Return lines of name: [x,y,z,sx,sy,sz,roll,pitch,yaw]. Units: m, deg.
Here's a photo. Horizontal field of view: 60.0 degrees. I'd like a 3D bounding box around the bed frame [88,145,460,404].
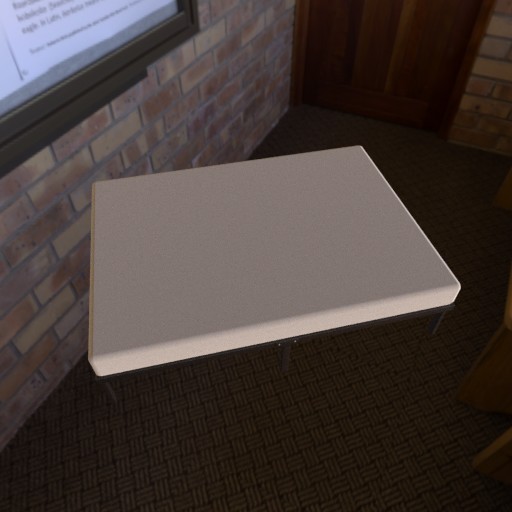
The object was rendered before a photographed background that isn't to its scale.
bed frame: [0.000,0.000,3.835,2.842,0.680,2.205,-5,47,-4]
